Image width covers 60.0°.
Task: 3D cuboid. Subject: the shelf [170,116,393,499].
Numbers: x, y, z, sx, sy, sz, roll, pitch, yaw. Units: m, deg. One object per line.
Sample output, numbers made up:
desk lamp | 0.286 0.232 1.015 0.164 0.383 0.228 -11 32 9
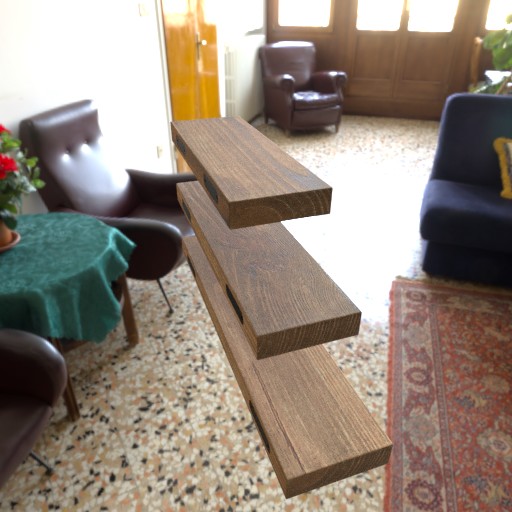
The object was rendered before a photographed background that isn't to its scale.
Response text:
shelf | 0.000 0.000 0.709 0.140 0.293 0.610 -10 32 -17
